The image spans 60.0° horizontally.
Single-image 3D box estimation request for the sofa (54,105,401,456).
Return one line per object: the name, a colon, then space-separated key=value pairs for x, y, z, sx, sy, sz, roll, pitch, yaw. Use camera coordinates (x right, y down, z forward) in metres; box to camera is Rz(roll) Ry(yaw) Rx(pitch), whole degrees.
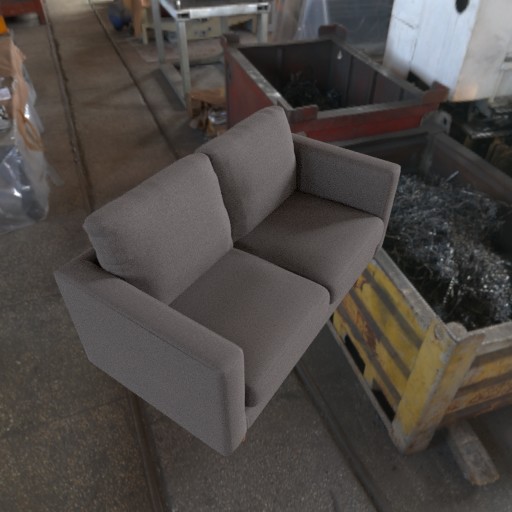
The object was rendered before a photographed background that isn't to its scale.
sofa: x=0.000 y=0.000 z=2.000 sx=0.796 sy=0.908 sz=1.430 roll=24 pitch=47 yaw=25
